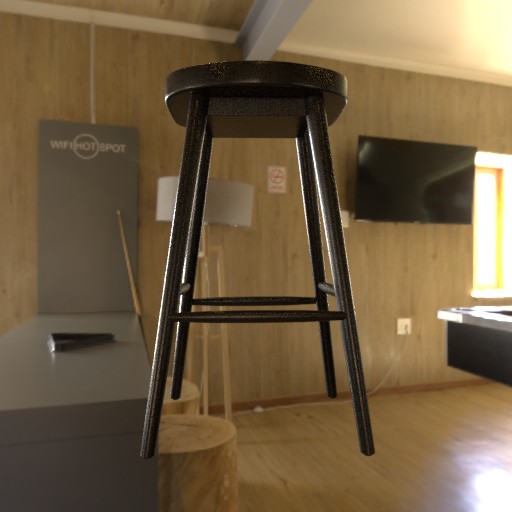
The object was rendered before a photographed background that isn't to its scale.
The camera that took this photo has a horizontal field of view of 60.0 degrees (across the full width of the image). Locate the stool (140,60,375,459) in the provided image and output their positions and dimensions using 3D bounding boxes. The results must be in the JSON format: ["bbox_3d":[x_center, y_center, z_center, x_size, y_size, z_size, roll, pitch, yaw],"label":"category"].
[{"bbox_3d":[0.000,0.000,0.999,0.440,0.749,0.361,0,0,-2],"label":"stool"}]
